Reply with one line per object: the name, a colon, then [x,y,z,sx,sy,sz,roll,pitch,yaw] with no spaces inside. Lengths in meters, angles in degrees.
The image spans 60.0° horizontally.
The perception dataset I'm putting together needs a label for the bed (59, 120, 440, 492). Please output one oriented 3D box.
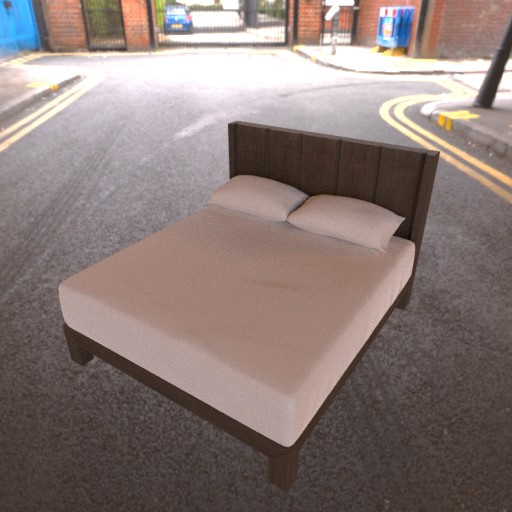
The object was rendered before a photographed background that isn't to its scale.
bed: [0.000,0.000,3.050,1.735,1.261,1.992,18,34,29]
